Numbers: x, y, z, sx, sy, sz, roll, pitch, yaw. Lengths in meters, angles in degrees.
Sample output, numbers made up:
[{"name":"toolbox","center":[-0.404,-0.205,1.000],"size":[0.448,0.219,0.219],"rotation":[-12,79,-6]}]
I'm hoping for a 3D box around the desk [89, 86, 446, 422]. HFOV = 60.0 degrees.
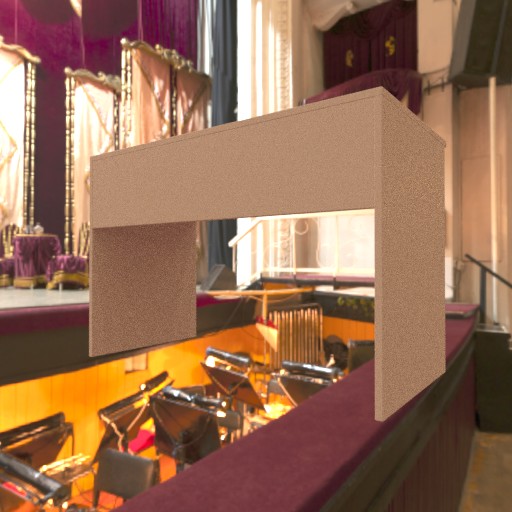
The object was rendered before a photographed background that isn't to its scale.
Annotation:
[{"name":"desk","center":[0.000,0.000,1.516],"size":[1.100,0.730,0.560],"rotation":[0,-1,37]}]
